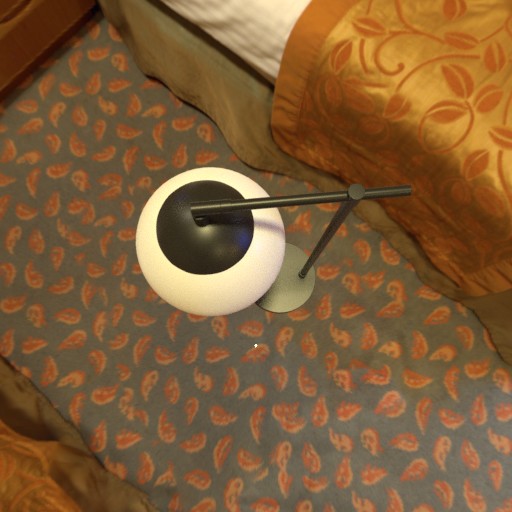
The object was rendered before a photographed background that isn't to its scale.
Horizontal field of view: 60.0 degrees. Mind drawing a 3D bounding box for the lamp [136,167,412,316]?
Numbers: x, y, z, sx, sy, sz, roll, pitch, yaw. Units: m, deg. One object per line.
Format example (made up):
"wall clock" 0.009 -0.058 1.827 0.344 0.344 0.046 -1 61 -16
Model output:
"lamp" 0.000 0.000 0.713 0.316 0.559 0.197 -5 79 -1
